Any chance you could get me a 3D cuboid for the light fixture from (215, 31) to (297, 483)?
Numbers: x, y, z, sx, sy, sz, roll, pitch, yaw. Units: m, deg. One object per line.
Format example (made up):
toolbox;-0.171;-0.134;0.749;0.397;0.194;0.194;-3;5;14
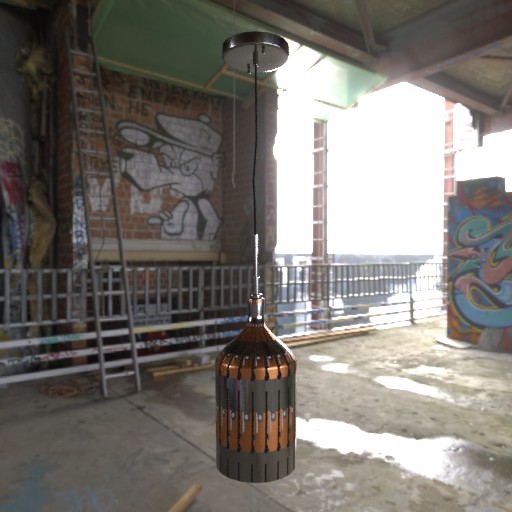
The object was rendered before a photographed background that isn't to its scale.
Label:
light fixture;0.000;0.000;1.643;0.303;1.535;0.303;0;0;0
